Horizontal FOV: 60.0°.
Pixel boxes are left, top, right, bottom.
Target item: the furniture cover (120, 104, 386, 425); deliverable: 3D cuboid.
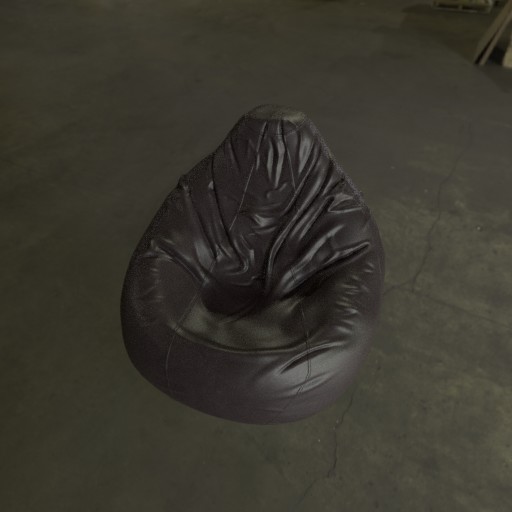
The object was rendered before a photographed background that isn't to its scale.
[{"bbox_3d":[0.000,0.000,1.830,1.070,0.990,1.070,10,42,11],"label":"furniture cover"}]
